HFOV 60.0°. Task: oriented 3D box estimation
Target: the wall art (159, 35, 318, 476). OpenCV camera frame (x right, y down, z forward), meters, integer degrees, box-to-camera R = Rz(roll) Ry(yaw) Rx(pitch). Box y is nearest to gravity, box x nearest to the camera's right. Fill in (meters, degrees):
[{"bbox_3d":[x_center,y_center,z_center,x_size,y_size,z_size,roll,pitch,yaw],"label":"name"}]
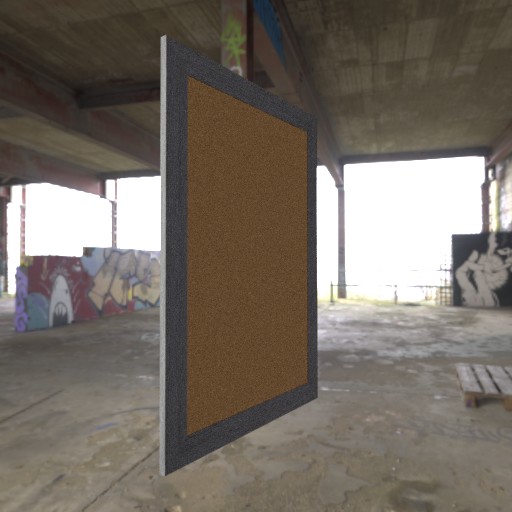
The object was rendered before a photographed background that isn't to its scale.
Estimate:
[{"bbox_3d":[0.000,0.000,1.389,0.020,1.070,0.768,-1,-1,36],"label":"wall art"}]
